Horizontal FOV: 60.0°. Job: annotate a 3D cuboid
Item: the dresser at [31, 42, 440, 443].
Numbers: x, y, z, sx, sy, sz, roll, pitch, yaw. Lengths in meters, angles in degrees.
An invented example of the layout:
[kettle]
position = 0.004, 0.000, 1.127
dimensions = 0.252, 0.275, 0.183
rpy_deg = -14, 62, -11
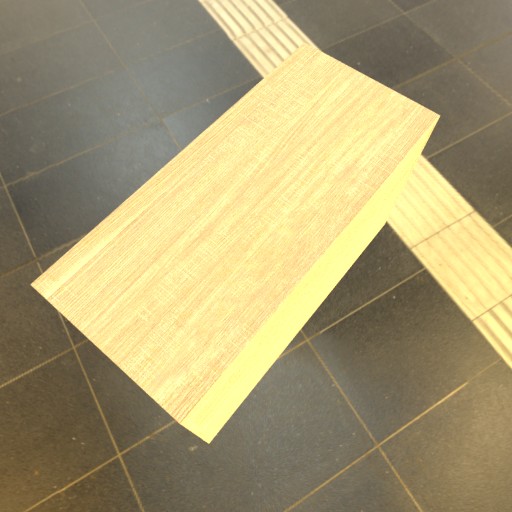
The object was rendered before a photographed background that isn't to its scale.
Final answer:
[dresser]
position = 0.000, 0.000, 1.540
dimensions = 0.500, 0.780, 1.110
rpy_deg = 36, 69, 16
